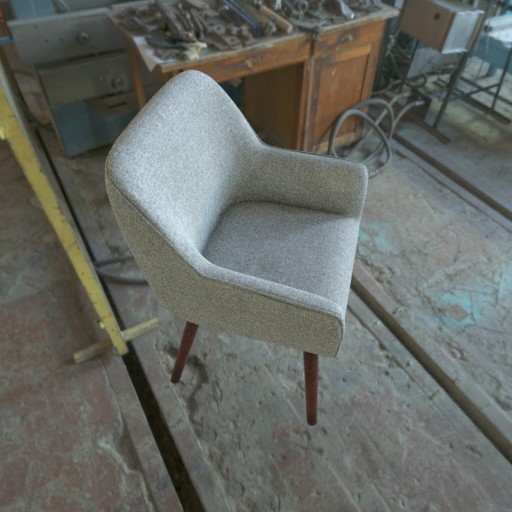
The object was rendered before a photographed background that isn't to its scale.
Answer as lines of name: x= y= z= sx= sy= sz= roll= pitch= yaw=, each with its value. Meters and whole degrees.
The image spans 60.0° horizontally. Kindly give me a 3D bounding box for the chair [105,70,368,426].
chair: x=0.000 y=0.000 z=1.198 sx=0.519 sy=0.803 sz=0.543 roll=11 pitch=48 yaw=10
